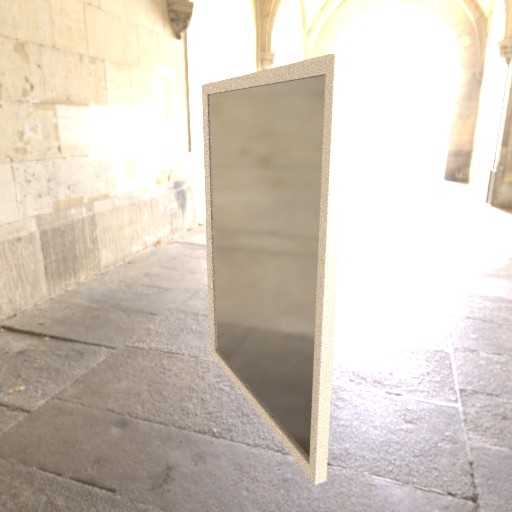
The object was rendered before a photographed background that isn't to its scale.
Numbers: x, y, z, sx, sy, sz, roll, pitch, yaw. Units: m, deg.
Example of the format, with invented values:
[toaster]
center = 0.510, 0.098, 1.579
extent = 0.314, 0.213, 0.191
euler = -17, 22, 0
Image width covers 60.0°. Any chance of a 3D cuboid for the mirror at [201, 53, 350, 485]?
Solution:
[mirror]
center = 0.000, 0.000, 1.326
extent = 0.040, 1.016, 0.762
euler = -8, 18, -25
